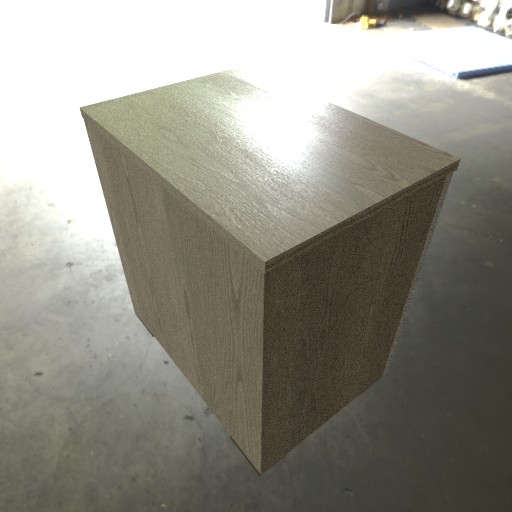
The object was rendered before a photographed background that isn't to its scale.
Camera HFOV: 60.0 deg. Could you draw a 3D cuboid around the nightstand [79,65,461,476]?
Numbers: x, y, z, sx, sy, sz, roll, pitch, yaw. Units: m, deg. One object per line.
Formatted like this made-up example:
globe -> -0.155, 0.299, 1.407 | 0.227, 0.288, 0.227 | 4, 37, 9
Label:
nightstand -> 0.000, 0.000, 0.757 | 0.325, 0.461, 0.442 | -27, 48, -28
